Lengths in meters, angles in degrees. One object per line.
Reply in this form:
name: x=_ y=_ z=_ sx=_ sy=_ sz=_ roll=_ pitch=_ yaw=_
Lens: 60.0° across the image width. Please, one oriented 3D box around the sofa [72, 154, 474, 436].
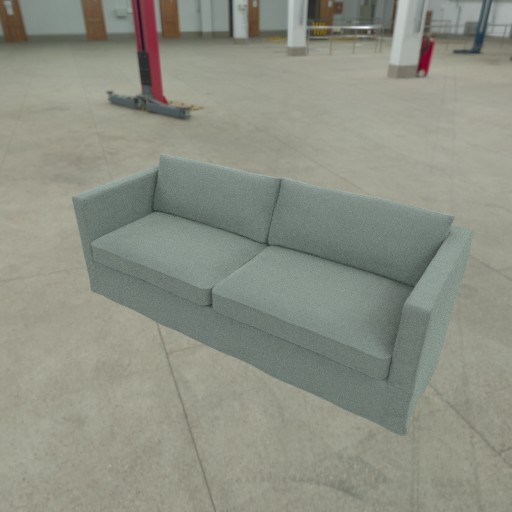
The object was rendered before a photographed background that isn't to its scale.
sofa: x=0.000 y=0.000 z=2.784 sx=2.312 sy=0.853 sz=0.962 roll=18 pitch=34 yaw=29
